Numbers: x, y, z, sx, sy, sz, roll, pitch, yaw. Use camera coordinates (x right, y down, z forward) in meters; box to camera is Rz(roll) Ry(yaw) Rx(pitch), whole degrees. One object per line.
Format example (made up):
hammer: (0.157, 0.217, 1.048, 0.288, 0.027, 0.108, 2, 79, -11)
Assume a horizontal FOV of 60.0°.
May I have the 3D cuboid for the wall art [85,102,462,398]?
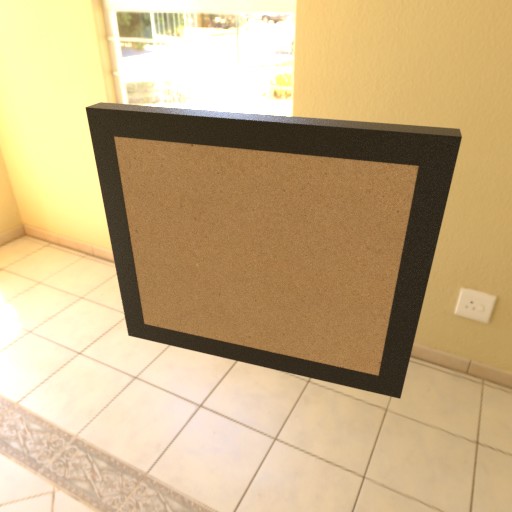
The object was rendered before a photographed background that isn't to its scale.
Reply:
wall art: (0.000, 0.000, 0.523, 0.381, 0.321, 0.028, 9, 32, 15)
